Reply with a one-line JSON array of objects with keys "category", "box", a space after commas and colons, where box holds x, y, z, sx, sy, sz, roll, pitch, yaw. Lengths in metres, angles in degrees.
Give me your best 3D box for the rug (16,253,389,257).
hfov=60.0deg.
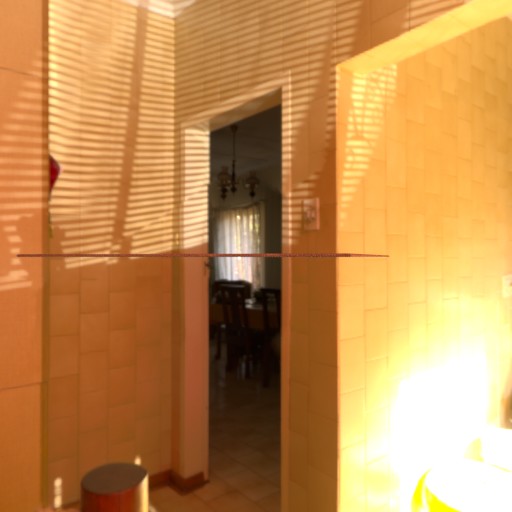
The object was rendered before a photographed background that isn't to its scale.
[{"category": "rug", "box": [0.000, 0.000, 2.280, 1.219, 0.010, 1.829, 0, 0, 20]}]
